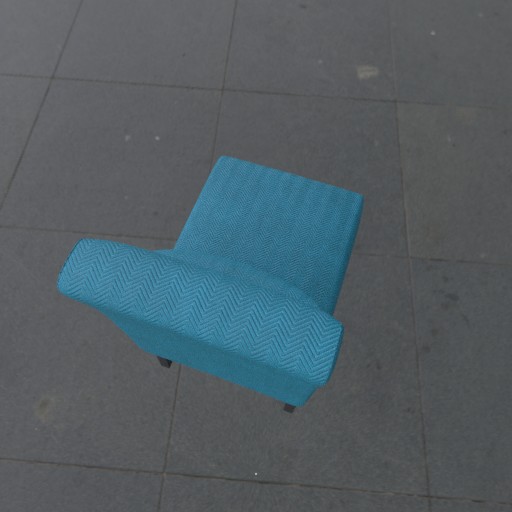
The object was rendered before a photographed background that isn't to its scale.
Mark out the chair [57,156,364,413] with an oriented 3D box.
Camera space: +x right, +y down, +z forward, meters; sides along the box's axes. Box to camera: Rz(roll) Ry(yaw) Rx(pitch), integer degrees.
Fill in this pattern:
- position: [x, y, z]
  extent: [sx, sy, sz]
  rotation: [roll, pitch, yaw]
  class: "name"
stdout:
- position: [0.000, 0.000, 1.386]
  extent: [0.579, 0.927, 0.808]
  rotation: [18, 65, 8]
  class: "chair"
